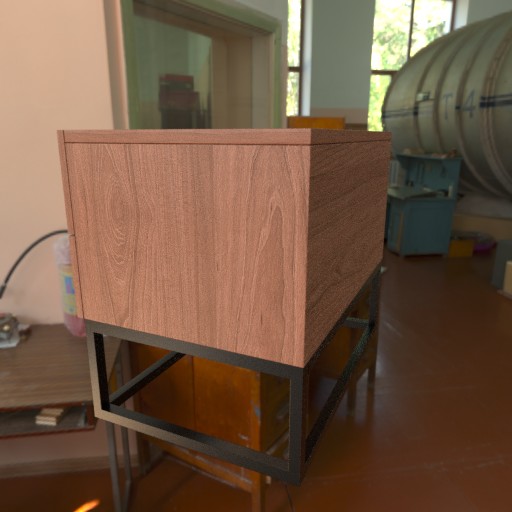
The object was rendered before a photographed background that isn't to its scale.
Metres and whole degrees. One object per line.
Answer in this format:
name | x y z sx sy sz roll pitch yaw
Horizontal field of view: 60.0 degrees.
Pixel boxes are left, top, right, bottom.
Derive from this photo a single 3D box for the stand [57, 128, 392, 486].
stand | 0.000 0.000 0.922 0.420 0.500 0.600 7 17 24
